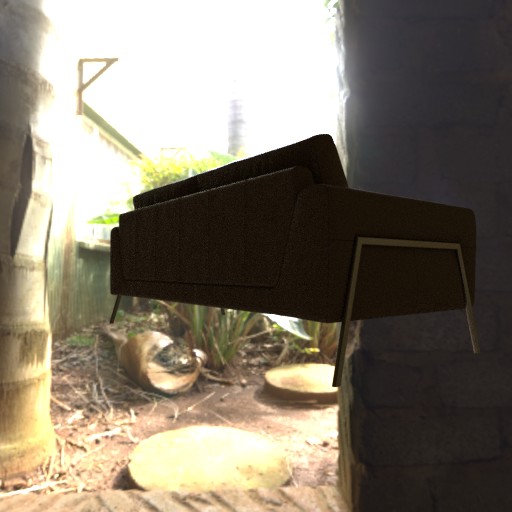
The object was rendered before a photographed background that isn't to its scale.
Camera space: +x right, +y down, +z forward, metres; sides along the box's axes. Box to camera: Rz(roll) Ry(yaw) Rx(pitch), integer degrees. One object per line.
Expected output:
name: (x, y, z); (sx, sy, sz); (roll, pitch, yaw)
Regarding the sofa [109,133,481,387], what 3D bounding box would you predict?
sofa: (0.000, 0.000, 2.460); (0.953, 0.875, 2.017); (1, -2, -37)
